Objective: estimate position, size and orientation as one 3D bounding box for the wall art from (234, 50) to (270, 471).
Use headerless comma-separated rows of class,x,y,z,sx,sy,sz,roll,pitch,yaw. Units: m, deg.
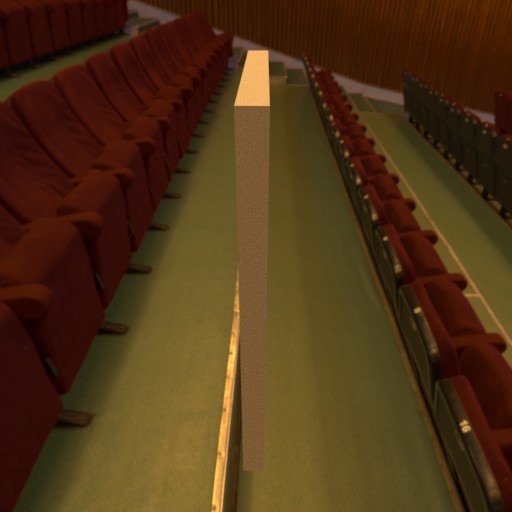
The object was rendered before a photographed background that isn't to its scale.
wall art,0.000,0.000,0.547,0.025,0.428,0.293,1,32,1
